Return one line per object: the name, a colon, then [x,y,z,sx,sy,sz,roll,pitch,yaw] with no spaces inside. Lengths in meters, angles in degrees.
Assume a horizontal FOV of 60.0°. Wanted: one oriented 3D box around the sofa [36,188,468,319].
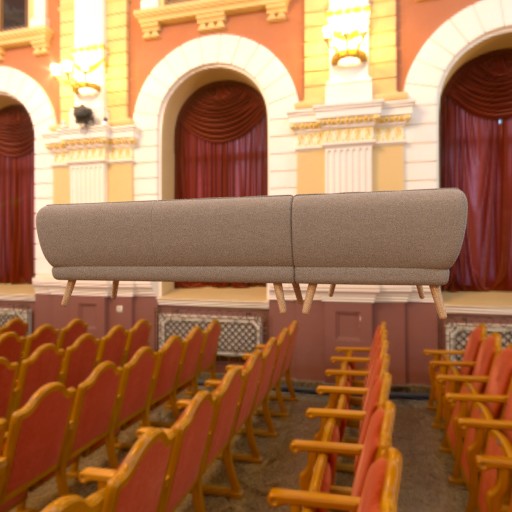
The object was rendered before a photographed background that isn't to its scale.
sofa: [0.000,0.000,3.306,2.653,0.693,1.532,0,-1,16]
